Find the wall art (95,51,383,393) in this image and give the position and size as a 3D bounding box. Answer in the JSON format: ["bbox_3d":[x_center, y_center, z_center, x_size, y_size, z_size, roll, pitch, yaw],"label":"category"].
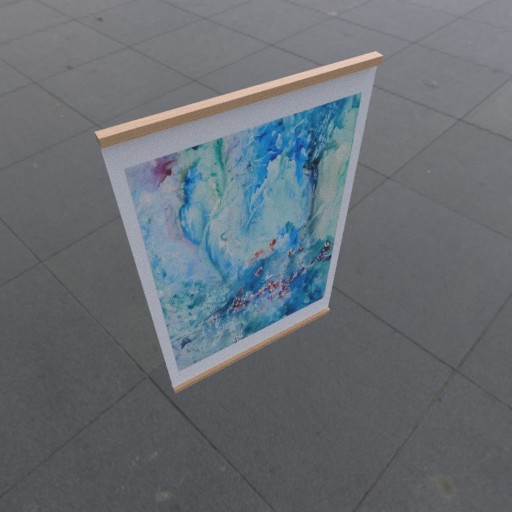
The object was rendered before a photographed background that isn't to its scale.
[{"bbox_3d":[0.000,0.000,0.773,0.401,0.611,0.016,-24,52,-20],"label":"wall art"}]
